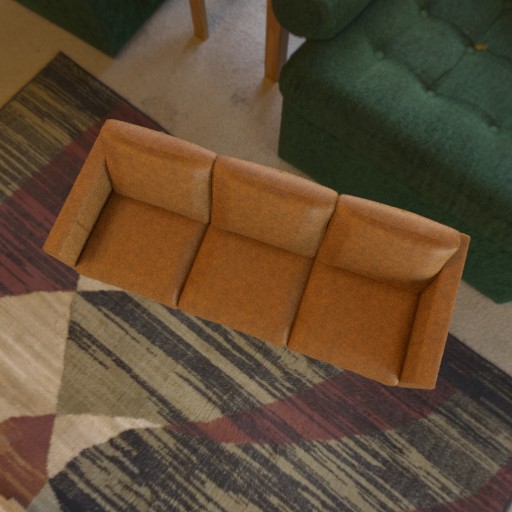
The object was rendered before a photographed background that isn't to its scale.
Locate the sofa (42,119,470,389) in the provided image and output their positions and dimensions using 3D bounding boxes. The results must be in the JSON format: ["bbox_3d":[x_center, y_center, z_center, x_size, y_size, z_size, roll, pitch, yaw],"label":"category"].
[{"bbox_3d":[0.000,0.000,2.670,2.231,0.930,0.903,19,76,5],"label":"sofa"}]
